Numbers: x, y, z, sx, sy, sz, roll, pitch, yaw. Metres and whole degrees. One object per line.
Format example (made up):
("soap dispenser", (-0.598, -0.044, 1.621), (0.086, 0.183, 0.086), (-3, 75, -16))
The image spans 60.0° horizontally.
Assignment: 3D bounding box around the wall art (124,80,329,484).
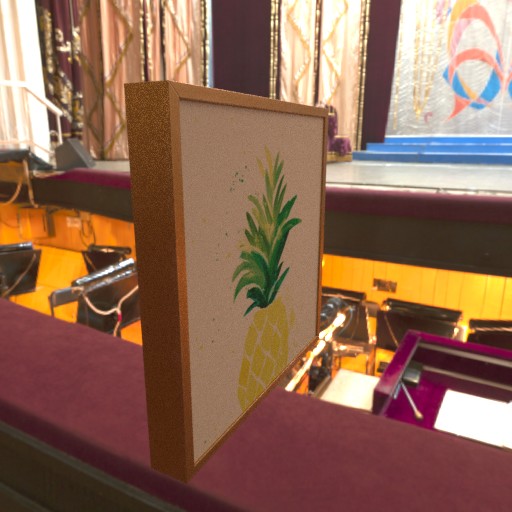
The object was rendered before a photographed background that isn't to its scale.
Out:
("wall art", (0.000, 0.000, 0.457), (0.038, 0.305, 0.306), (8, 17, 27))
